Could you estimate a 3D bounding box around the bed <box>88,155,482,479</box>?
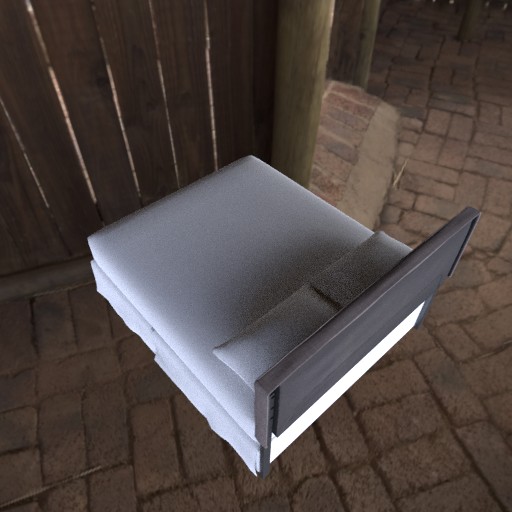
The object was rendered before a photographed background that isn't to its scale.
[{"bbox_3d":[0.000,0.000,2.880,1.610,1.089,1.894,-33,55,-27],"label":"bed"}]
